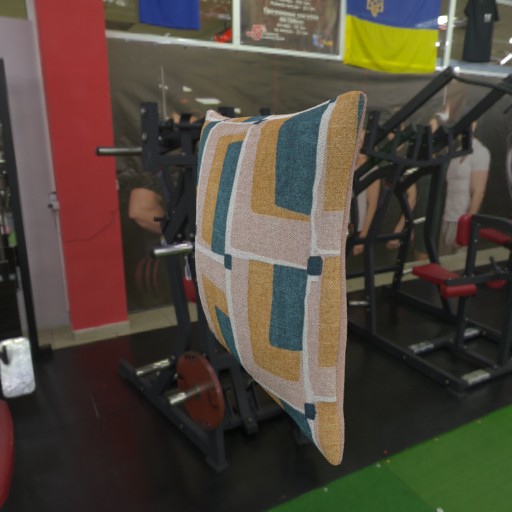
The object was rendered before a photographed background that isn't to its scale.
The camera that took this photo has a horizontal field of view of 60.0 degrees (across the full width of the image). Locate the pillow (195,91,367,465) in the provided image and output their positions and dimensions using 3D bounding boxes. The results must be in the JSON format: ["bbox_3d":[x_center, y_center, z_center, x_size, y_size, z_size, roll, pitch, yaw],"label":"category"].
[{"bbox_3d":[0.000,0.000,0.731,0.158,0.479,0.478,-7,17,-25],"label":"pillow"}]
